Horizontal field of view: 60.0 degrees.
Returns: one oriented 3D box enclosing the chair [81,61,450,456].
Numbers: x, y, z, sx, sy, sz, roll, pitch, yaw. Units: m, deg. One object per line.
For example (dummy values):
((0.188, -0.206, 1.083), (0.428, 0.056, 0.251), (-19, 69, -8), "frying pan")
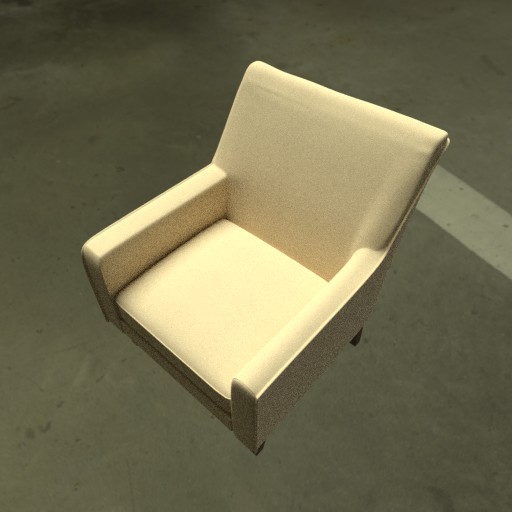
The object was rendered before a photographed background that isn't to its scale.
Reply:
((0.000, 0.000, 1.572), (0.780, 0.919, 0.899), (33, 55, 27), "chair")
